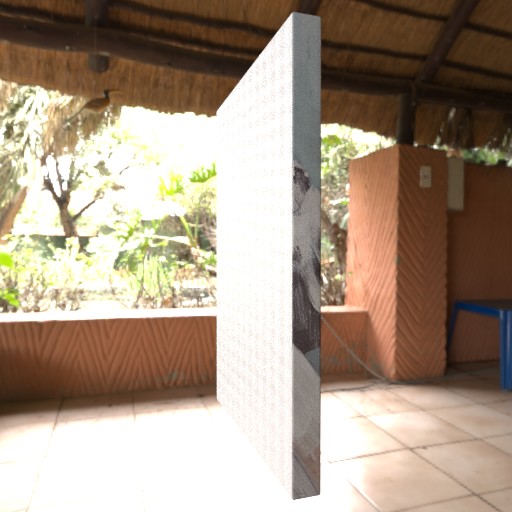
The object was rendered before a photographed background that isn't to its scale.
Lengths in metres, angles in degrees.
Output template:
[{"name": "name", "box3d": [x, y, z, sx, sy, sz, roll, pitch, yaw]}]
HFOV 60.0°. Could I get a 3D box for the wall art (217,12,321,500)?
[{"name": "wall art", "box3d": [0.000, 0.000, 1.121, 0.061, 0.911, 0.609, 0, 0, -18]}]
